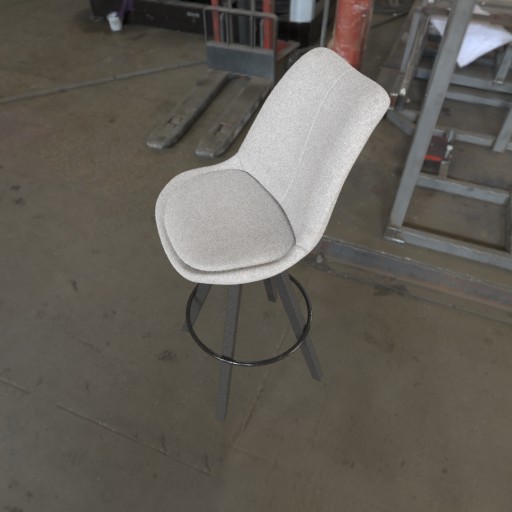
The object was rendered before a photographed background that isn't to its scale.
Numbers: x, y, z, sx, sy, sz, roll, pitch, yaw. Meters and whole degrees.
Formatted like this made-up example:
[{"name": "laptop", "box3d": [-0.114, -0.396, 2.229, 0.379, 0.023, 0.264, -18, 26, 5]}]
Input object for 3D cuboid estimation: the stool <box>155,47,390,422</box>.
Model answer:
[{"name": "stool", "box3d": [0.000, 0.000, 1.393, 0.550, 1.115, 0.485, -17, 49, -16]}]
